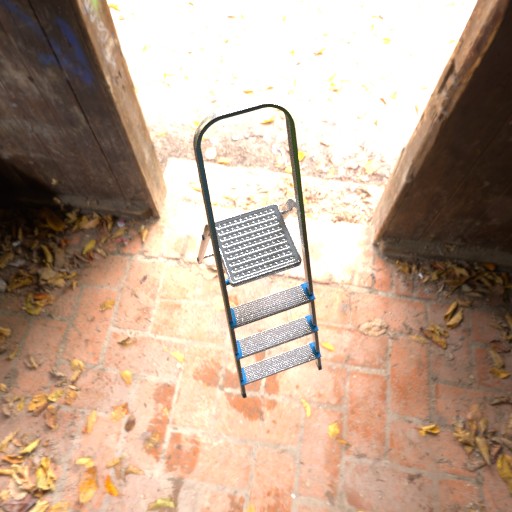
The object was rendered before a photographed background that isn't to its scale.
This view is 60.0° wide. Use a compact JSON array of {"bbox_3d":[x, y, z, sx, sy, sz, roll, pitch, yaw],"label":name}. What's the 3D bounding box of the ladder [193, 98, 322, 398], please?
[{"bbox_3d":[0.000,0.000,1.824,0.445,1.434,0.842,-18,66,-8],"label":"ladder"}]
